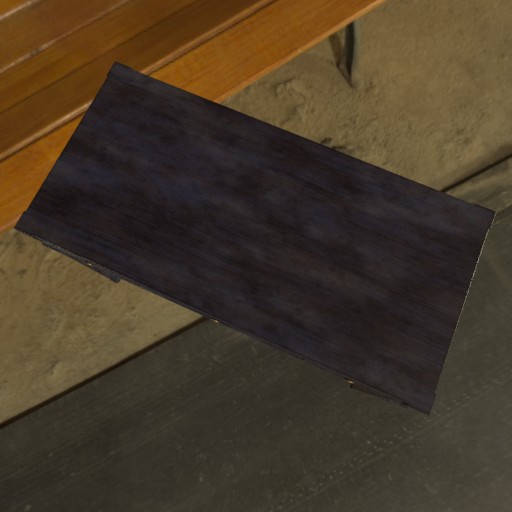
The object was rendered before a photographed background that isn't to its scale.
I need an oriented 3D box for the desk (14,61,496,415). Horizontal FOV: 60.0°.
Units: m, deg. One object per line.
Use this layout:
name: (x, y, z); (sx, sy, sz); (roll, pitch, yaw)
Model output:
desk: (0.000, 0.000, 1.732); (1.289, 0.861, 0.630); (23, 77, 6)
